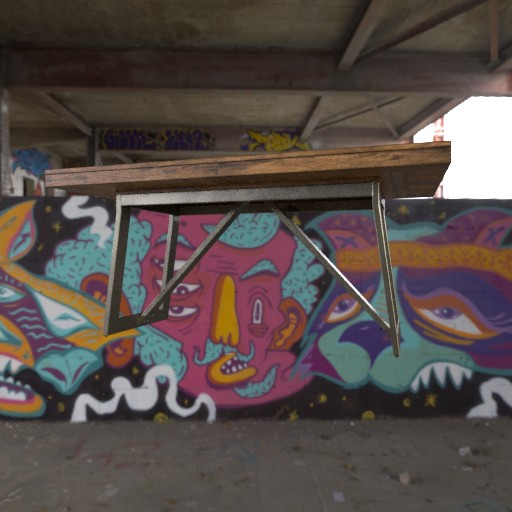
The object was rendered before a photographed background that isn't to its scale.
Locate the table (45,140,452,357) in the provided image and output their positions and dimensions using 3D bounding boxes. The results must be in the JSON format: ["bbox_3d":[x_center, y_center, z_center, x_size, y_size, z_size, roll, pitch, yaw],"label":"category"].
[{"bbox_3d":[0.000,0.000,2.132,1.641,0.757,0.931,0,0,18],"label":"table"}]
